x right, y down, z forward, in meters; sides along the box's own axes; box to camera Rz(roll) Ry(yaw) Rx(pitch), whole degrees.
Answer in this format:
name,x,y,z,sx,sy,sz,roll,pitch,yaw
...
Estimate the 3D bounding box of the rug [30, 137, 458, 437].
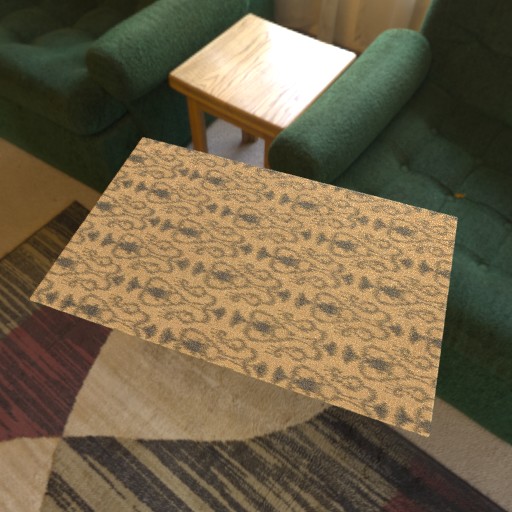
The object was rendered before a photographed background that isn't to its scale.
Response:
name,x,y,z,sx,sy,sz,roll,pitch,yaw
rug,0.000,0.000,1.970,1.652,0.006,1.035,16,59,10
